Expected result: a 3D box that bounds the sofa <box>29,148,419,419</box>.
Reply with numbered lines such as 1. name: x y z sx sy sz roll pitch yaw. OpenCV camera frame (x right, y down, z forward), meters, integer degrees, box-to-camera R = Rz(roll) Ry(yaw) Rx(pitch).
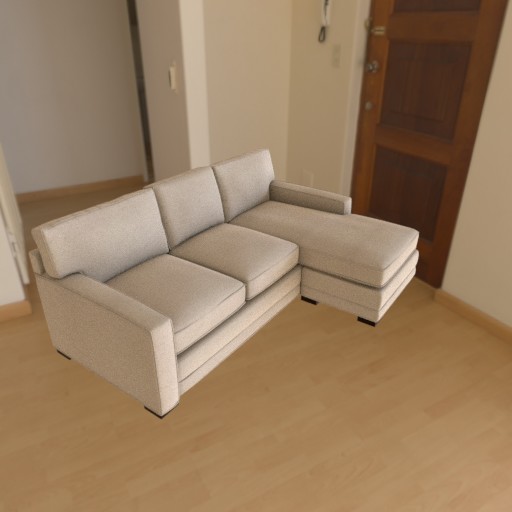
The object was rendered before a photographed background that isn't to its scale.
1. sofa: 0.000 0.000 2.823 1.496 0.861 2.087 18 33 31
